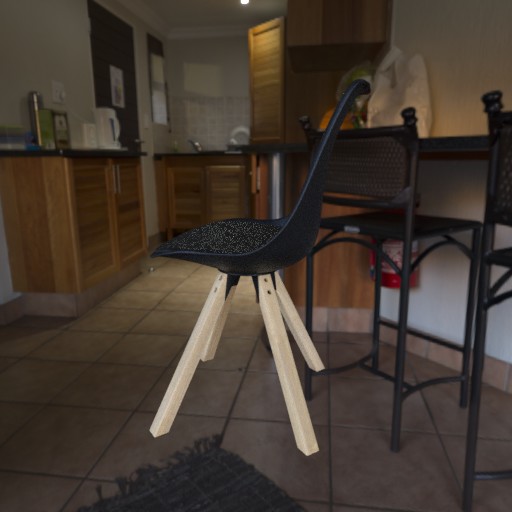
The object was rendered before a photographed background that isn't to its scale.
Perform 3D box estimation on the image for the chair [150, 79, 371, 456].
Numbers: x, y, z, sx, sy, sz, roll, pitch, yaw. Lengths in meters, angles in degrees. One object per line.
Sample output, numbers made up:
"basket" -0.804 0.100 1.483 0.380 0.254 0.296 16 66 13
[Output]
"chair" 0.000 0.000 1.190 0.549 0.850 0.485 2 14 10
